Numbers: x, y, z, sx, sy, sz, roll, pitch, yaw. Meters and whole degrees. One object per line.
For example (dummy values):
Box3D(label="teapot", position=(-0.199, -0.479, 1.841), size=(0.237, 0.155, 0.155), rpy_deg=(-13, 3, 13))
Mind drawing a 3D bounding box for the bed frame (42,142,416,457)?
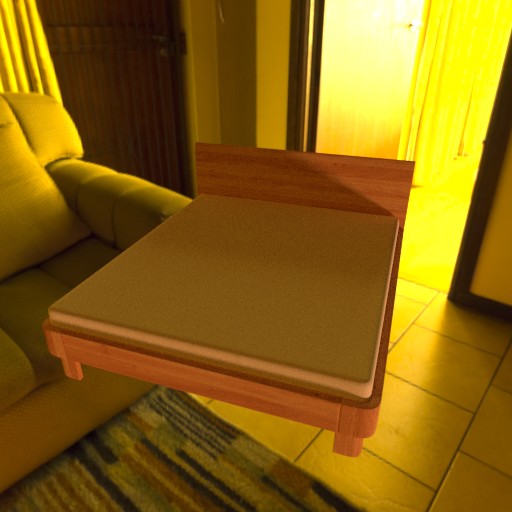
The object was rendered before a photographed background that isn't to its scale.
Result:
Box3D(label="bed frame", position=(0.000, 0.000, 3.029), size=(1.872, 0.940, 2.092), rpy_deg=(9, 29, 17))
